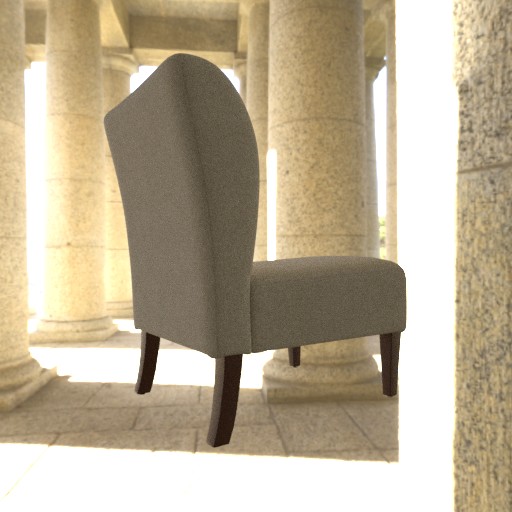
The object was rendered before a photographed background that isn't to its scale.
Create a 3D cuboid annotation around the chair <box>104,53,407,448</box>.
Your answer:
[{"bbox_3d":[0.000,0.000,1.299,0.754,0.833,0.521,0,0,-35],"label":"chair"}]
